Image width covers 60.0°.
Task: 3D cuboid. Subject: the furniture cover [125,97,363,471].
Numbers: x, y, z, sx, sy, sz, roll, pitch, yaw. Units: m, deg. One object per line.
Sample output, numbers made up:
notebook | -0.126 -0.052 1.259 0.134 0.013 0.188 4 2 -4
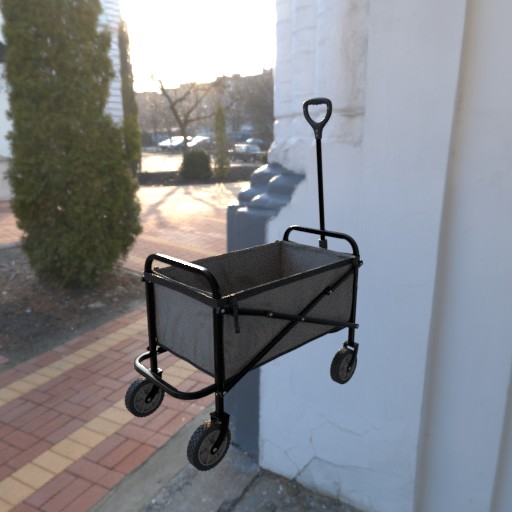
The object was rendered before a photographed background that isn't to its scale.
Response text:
furniture cover | 0.000 0.000 1.848 1.038 1.295 0.532 -14 20 -42
